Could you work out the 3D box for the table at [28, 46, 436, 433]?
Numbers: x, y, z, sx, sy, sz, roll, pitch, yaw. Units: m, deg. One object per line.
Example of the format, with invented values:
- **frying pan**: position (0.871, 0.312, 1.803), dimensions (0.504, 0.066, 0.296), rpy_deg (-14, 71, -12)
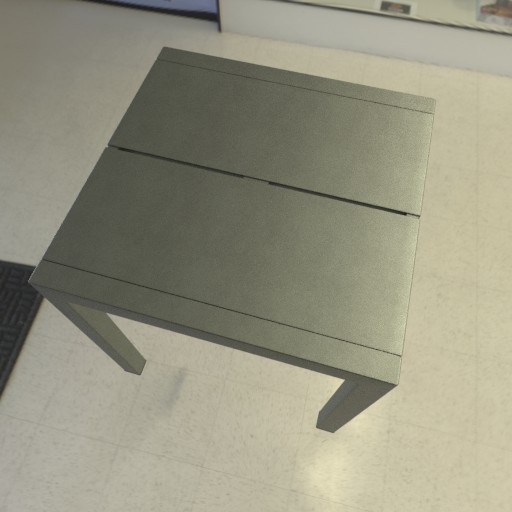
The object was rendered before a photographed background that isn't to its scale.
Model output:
- **table**: position (0.000, 0.000, 0.911), dimensions (0.508, 0.508, 0.508), rpy_deg (14, 63, 7)
